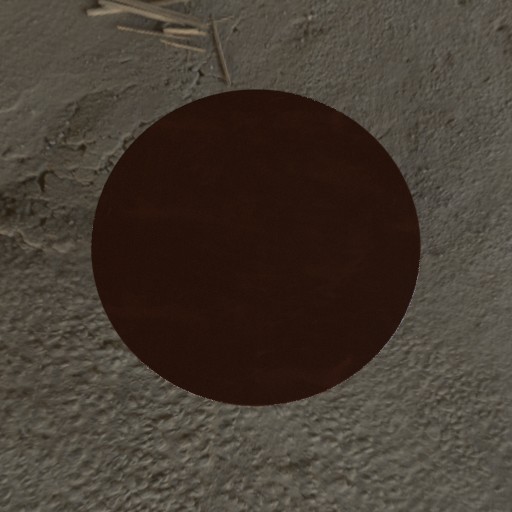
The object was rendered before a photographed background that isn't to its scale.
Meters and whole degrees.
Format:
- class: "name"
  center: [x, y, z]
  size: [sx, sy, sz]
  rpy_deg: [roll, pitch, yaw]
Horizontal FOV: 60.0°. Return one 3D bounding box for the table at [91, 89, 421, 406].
- class: "table"
  center: [0.000, 0.000, 1.473]
  size: [0.911, 0.512, 0.911]
  rpy_deg: [0, 76, 0]
